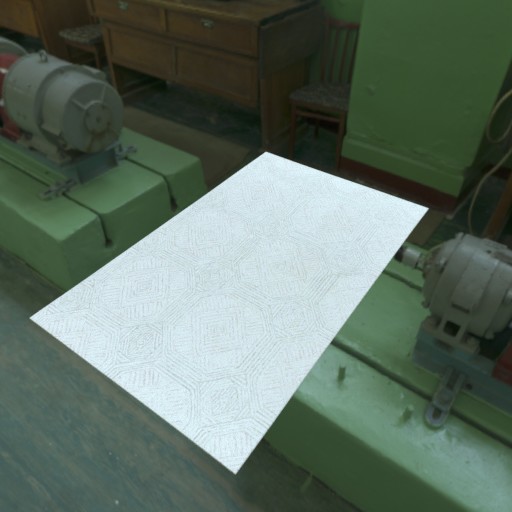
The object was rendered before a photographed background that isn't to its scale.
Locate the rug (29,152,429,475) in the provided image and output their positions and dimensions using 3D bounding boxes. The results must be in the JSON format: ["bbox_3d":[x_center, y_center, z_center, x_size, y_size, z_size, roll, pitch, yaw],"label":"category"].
[{"bbox_3d":[0.000,0.000,3.003,1.524,0.008,2.440,26,48,26],"label":"rug"}]
